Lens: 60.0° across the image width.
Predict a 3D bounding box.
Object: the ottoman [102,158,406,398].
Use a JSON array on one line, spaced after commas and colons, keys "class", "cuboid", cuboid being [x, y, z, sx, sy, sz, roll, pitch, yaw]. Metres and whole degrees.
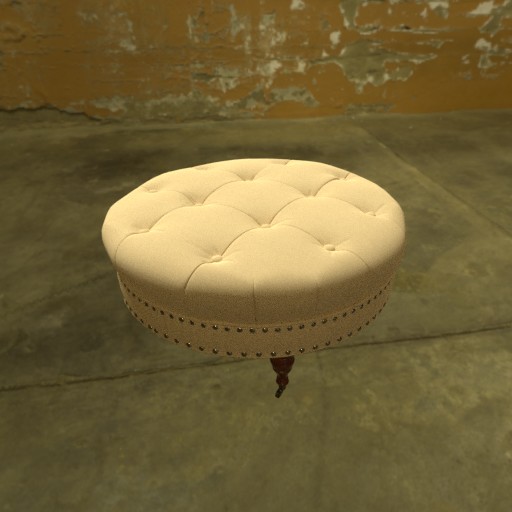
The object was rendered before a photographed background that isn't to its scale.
[{"class": "ottoman", "cuboid": [0.000, 0.000, 1.418, 0.901, 0.439, 0.901, 0, 30, 0]}]
